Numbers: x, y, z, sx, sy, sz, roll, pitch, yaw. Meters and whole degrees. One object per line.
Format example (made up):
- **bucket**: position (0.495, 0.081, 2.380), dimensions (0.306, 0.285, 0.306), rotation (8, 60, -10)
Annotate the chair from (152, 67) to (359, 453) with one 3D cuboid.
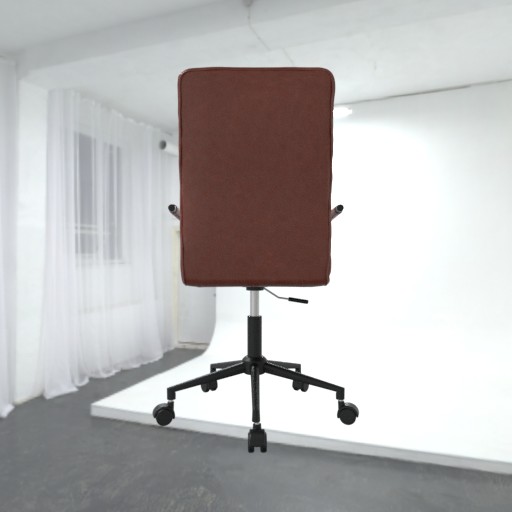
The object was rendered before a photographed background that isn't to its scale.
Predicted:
- **chair**: position (0.000, 0.000, 1.366), dimensions (0.608, 0.979, 0.580), rotation (0, -1, 0)
